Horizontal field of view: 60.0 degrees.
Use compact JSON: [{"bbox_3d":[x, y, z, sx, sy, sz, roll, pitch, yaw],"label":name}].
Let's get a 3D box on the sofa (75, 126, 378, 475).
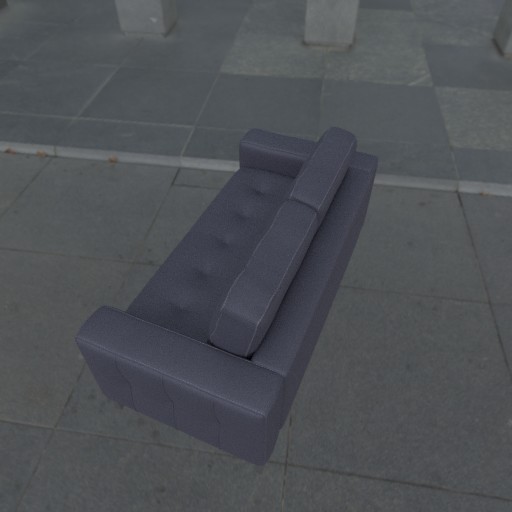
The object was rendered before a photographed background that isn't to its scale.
[{"bbox_3d":[0.000,0.000,2.257,0.833,0.893,1.726,17,49,16],"label":"sofa"}]
